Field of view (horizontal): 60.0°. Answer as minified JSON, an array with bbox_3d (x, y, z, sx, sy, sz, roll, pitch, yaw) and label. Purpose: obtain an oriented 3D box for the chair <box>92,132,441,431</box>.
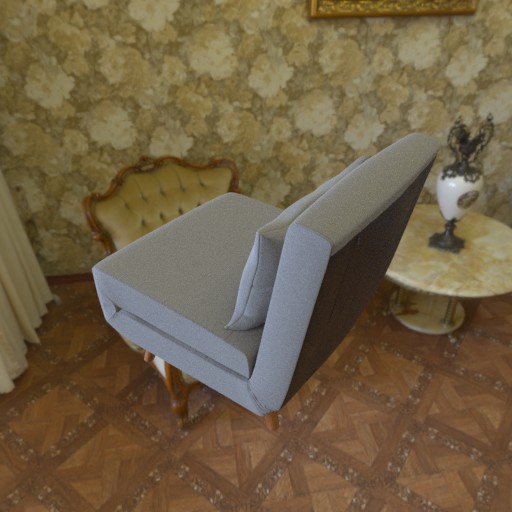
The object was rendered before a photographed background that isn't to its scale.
[{"bbox_3d":[0.000,0.000,1.522,0.902,0.808,0.770,20,37,29],"label":"chair"}]
